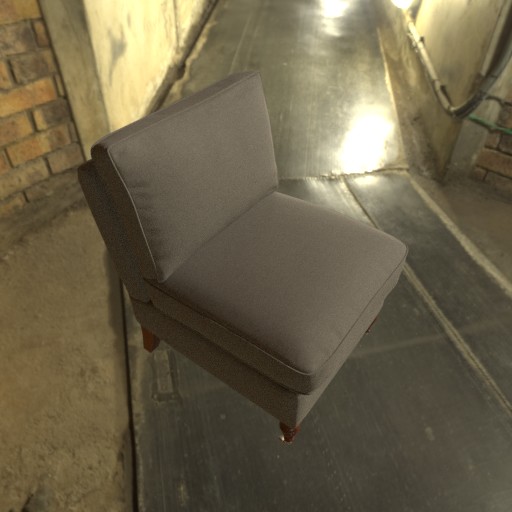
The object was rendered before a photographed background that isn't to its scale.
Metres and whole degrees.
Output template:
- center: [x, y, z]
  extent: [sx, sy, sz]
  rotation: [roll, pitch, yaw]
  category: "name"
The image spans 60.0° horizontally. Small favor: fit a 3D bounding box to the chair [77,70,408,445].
- center: [0.000, 0.000, 1.640]
  extent: [0.924, 1.045, 0.724]
  rotation: [27, 49, 26]
  category: "chair"
